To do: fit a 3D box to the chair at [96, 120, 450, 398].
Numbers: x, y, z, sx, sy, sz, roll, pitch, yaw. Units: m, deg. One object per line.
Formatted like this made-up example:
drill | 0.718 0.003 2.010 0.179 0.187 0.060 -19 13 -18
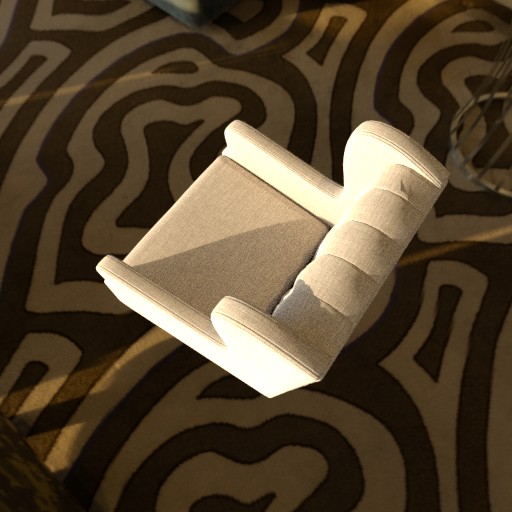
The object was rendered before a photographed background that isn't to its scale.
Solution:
chair | 0.000 0.000 1.468 0.760 0.930 0.710 33 70 14
